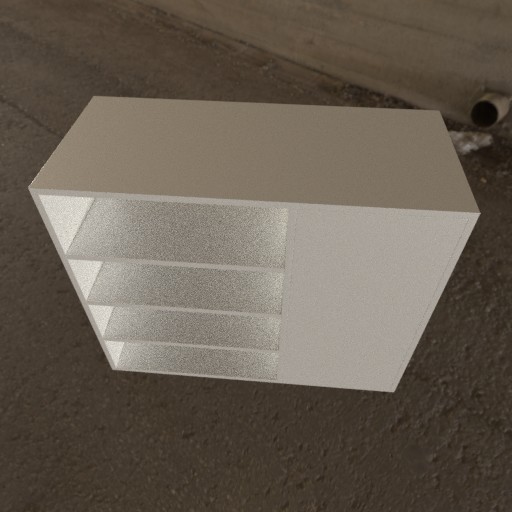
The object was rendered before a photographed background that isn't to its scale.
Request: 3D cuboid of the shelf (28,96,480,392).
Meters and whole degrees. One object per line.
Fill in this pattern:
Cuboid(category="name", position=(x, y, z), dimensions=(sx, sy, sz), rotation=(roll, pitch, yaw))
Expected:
Cuboid(category="shelf", position=(0.000, 0.000, 1.274), dimensions=(0.895, 0.732, 0.396), rotation=(4, 46, 3))
